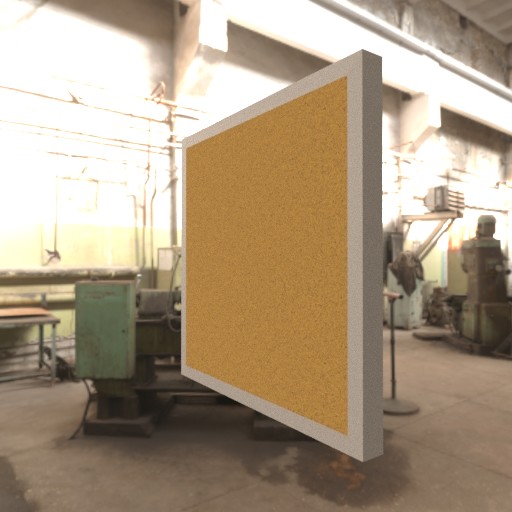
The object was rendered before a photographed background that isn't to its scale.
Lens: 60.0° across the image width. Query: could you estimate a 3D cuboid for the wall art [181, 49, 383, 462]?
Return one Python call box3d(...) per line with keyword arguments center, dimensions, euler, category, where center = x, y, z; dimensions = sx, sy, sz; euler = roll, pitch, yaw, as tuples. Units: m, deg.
box3d(center=(0.000, 0.000, 1.937), dimensions=(0.098, 1.291, 1.289), euler=(0, 0, -35), category="wall art")
